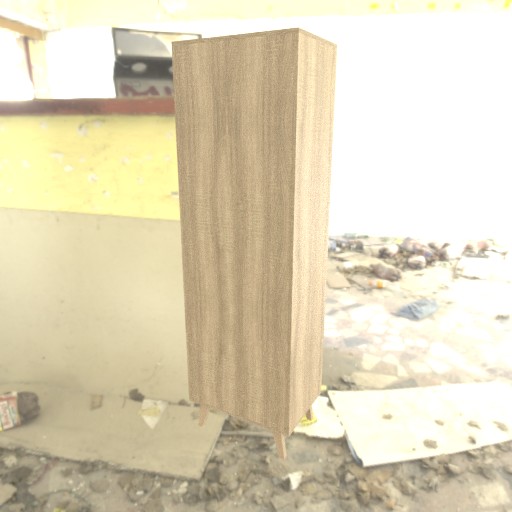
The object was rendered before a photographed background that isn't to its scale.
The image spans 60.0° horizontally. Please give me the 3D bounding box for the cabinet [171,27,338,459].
[{"bbox_3d":[0.000,0.000,2.109,0.570,1.850,0.400,9,19,28],"label":"cabinet"}]
